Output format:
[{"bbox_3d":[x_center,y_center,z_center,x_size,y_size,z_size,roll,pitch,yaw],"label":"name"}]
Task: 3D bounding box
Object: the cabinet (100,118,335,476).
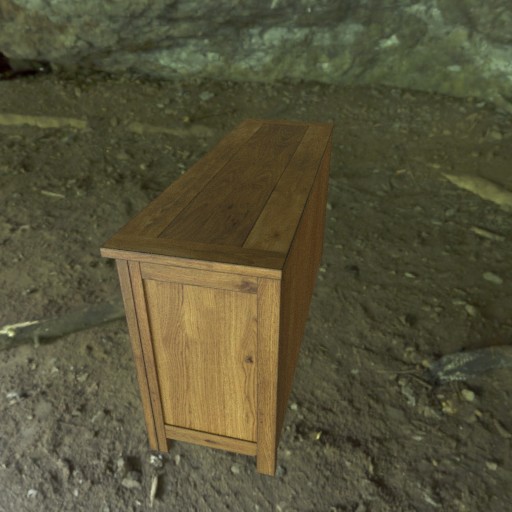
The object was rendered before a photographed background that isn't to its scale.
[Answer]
[{"bbox_3d":[0.000,0.000,1.905,0.480,0.813,1.474,7,31,12],"label":"cabinet"}]
